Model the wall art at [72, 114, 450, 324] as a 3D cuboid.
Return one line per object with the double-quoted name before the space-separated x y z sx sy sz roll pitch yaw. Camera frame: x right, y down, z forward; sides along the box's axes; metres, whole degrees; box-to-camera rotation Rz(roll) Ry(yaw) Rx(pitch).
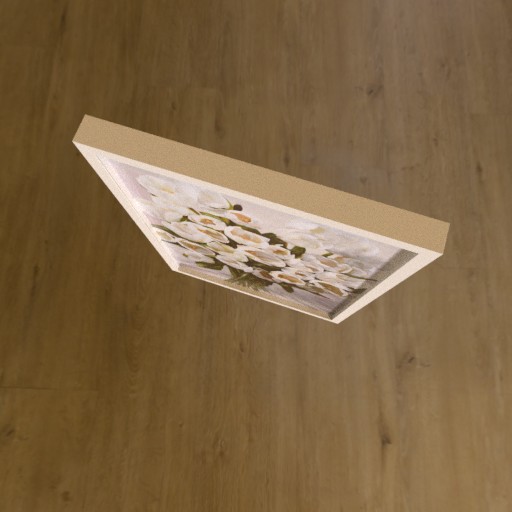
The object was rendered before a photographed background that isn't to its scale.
"wall art" 0.000 0.000 0.832 0.450 0.657 0.038 18 75 5
